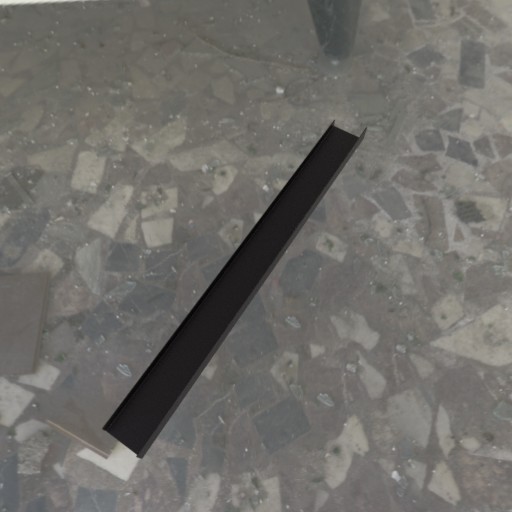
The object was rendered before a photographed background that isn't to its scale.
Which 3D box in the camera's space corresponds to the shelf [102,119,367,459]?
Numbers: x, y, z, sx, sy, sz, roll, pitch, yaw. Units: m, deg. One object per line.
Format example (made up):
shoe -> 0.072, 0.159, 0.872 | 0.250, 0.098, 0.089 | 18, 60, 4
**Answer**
shelf -> 0.000, 0.000, 0.995 | 0.092, 0.049, 0.924 | 30, 66, 15
